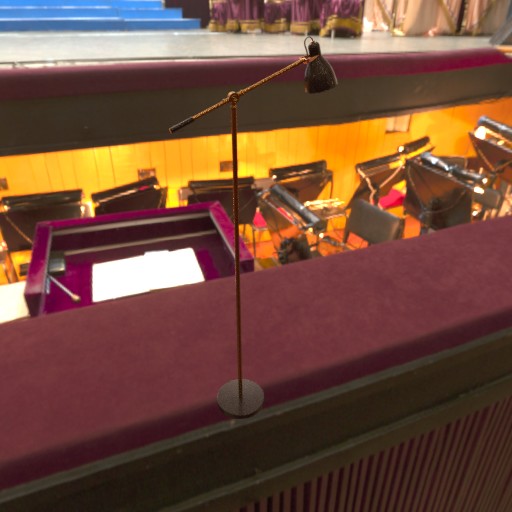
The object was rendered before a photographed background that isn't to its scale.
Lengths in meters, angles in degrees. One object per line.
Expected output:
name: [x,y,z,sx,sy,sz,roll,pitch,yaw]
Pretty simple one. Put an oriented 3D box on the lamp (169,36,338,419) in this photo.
lamp: [0.000,0.000,1.841,0.618,1.628,0.235,-11,31,-18]
